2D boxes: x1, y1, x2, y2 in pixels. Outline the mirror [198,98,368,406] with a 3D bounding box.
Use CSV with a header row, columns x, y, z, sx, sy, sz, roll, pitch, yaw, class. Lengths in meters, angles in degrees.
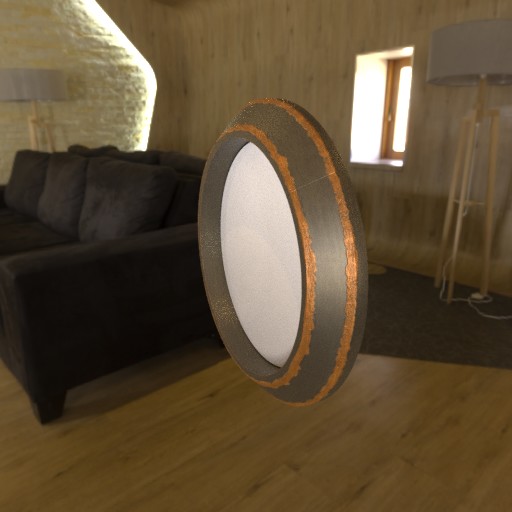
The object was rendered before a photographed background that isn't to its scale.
x,y,z,sx,sy,sz,roll,pitch,yaw,class
0.000,0.000,1.350,0.111,0.907,0.907,-8,18,-25,mirror
